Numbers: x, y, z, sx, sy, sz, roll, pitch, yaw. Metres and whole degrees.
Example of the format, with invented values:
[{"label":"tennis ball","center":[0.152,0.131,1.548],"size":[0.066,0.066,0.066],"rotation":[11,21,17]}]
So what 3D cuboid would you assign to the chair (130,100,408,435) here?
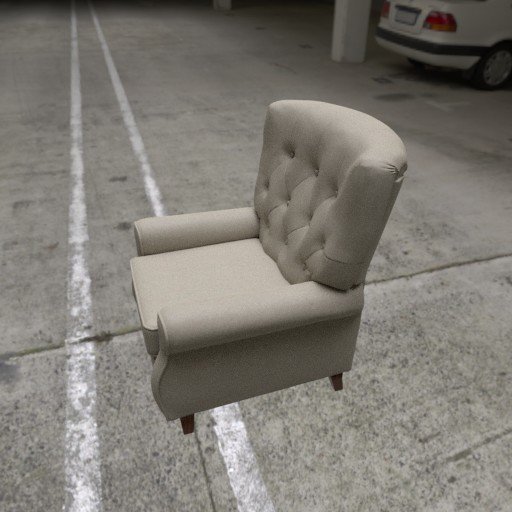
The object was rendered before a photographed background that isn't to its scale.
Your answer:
[{"label":"chair","center":[0.000,0.000,1.918],"size":[1.059,1.158,0.943],"rotation":[-10,32,-16]}]
